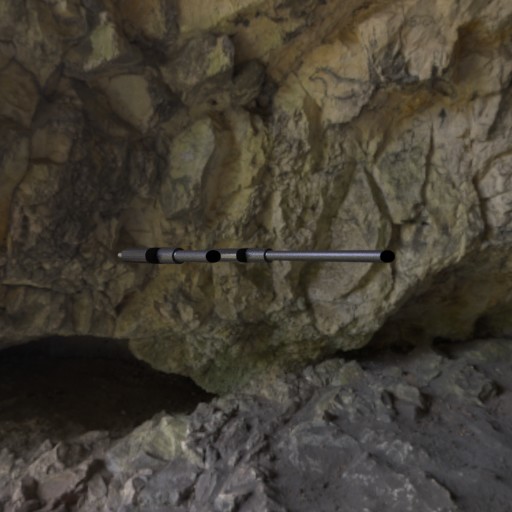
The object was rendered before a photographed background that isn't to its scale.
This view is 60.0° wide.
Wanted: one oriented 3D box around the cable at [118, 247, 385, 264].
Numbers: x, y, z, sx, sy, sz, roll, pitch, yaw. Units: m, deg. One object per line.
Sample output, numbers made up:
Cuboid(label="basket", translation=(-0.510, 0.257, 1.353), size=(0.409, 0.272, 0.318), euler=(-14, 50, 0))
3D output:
Cuboid(label="cable", translation=(0.000, 0.000, 0.114), size=(0.041, 0.005, 0.098), euler=(0, 1, -36))
